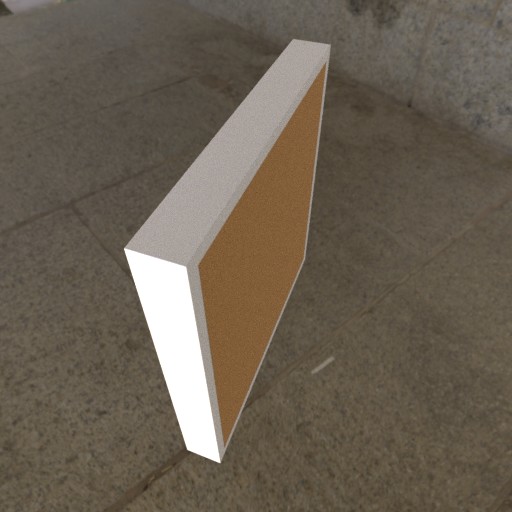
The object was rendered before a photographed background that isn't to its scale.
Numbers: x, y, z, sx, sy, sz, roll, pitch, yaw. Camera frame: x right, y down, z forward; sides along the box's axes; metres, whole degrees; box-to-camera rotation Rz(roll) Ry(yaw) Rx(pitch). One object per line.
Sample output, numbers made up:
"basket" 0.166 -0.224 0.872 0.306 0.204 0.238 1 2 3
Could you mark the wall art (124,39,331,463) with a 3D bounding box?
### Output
"wall art" 0.000 0.000 0.445 0.038 0.305 0.305 16 49 14
